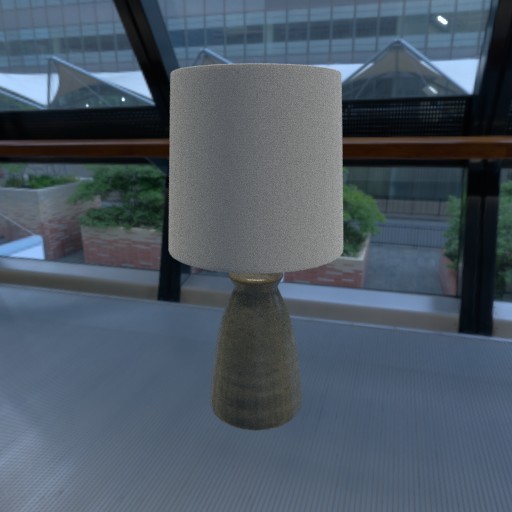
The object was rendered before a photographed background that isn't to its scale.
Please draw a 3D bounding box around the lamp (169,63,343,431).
[{"bbox_3d":[0.000,0.000,0.485,0.186,0.369,0.186,0,17,0],"label":"lamp"}]
